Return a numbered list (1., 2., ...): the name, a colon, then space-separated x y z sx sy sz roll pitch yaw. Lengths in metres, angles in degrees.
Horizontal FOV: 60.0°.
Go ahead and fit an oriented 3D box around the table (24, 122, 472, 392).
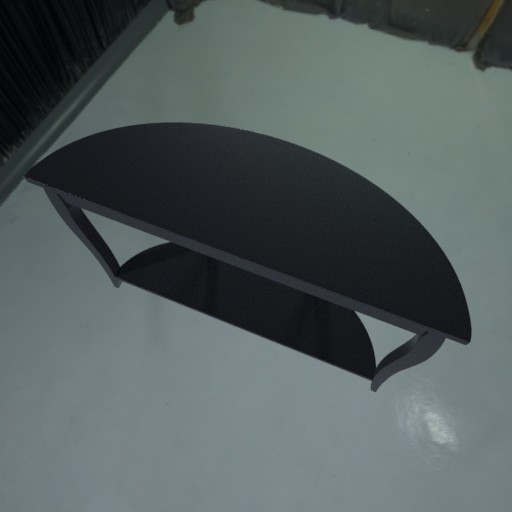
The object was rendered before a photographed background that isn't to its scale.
1. table: 0.000 0.000 1.544 1.219 0.780 0.394 20 65 10
